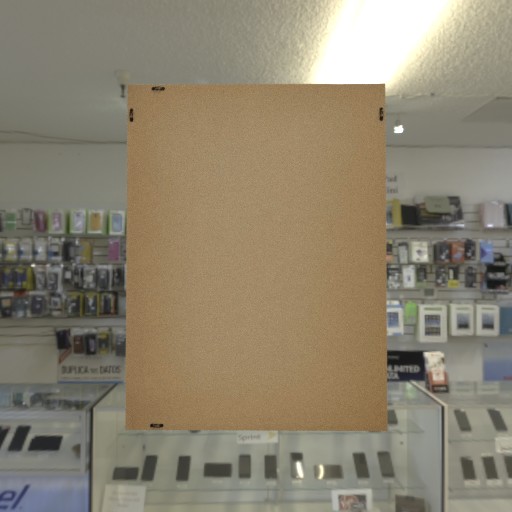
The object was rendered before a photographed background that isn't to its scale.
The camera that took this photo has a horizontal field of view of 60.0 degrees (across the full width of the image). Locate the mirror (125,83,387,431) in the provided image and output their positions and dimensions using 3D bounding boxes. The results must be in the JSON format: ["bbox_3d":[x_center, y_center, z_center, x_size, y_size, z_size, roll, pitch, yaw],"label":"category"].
[{"bbox_3d":[0.000,0.000,1.314,0.762,1.016,0.040,0,-1,1],"label":"mirror"}]
